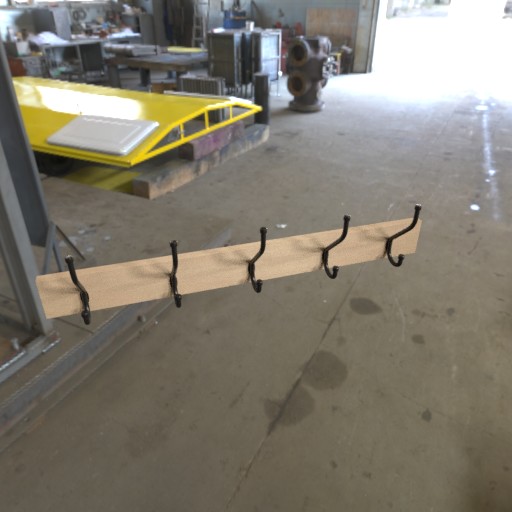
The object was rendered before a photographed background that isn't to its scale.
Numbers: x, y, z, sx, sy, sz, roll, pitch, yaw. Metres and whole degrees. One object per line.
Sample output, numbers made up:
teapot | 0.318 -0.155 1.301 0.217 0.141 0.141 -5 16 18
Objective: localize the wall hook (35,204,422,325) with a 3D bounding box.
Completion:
wall hook | 0.000 0.000 0.618 0.571 0.117 0.071 -9 32 -15
